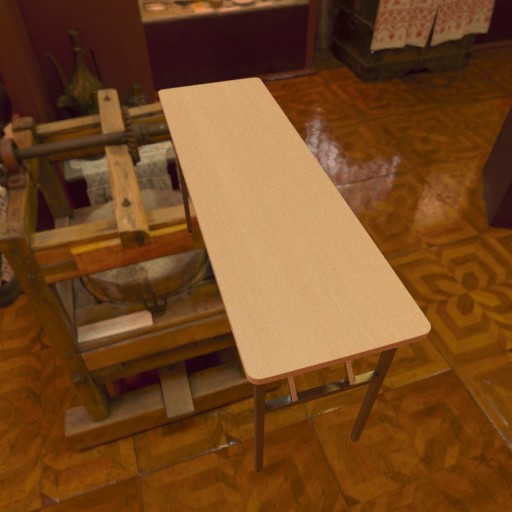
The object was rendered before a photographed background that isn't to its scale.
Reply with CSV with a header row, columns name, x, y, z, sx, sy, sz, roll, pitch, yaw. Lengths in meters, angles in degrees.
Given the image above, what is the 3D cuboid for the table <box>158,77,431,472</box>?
name,x,y,z,sx,sy,sz,roll,pitch,yaw
table,0.000,0.000,1.708,0.446,0.750,1.397,-12,47,-12
